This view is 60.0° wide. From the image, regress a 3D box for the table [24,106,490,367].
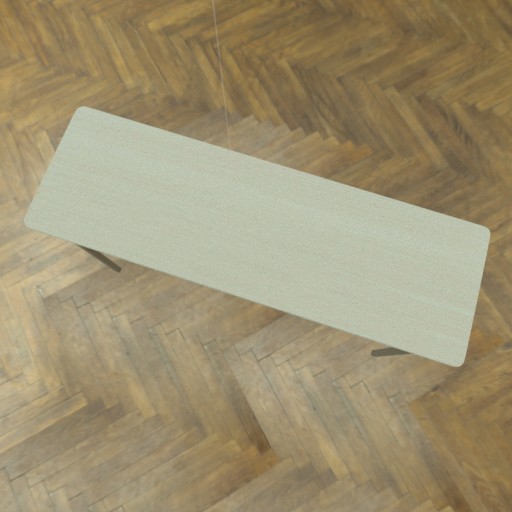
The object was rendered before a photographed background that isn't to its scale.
[{"bbox_3d":[0.000,0.000,1.740,1.397,0.750,0.446,18,77,4],"label":"table"}]
